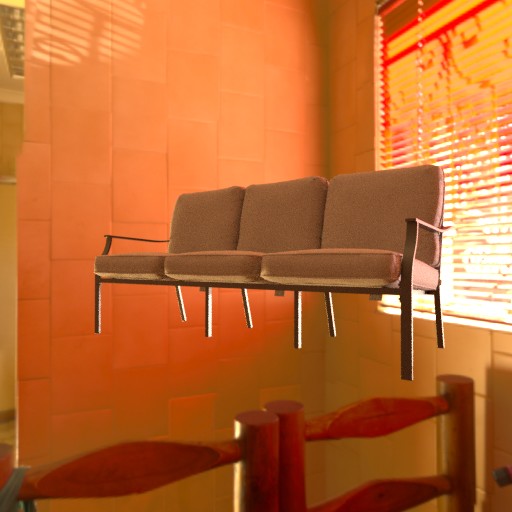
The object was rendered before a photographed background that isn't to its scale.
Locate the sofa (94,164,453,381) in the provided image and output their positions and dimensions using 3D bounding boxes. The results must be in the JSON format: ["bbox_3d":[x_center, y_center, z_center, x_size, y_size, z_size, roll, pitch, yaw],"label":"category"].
[{"bbox_3d":[0.000,0.000,2.263,1.740,0.860,0.787,-1,-1,35],"label":"sofa"}]
